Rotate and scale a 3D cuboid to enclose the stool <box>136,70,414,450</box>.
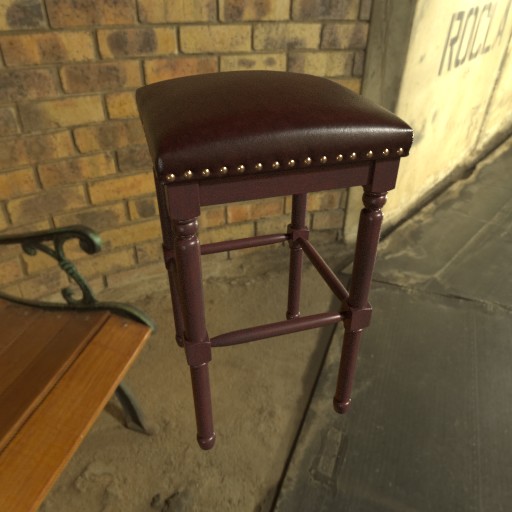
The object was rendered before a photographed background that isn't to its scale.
[{"bbox_3d":[0.000,0.000,0.921,0.383,0.702,0.382,-9,34,-14],"label":"stool"}]
